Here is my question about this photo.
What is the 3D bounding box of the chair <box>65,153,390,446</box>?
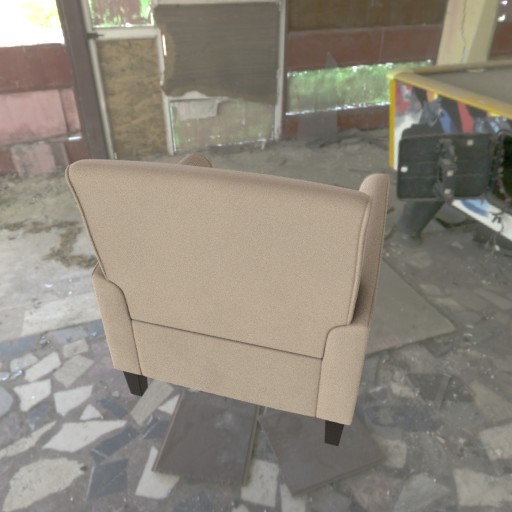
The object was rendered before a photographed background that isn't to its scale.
[{"bbox_3d":[0.000,0.000,1.537,0.820,0.915,0.820,9,34,14],"label":"chair"}]
